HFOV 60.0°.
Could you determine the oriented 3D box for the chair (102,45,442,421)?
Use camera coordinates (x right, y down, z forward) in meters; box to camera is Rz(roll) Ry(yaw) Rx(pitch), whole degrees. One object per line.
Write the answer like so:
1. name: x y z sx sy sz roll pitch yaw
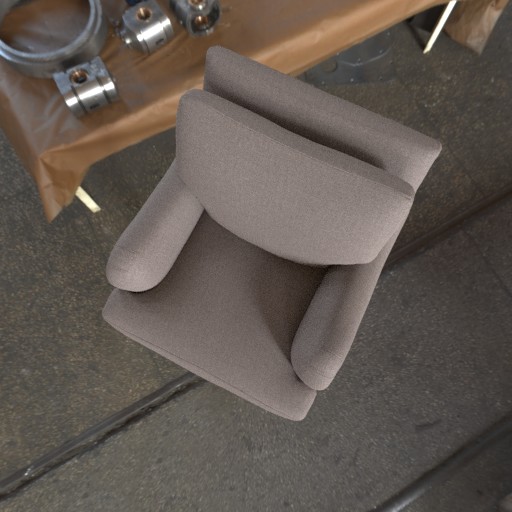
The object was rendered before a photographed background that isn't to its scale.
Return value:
1. chair: 0.000 0.000 1.852 0.955 1.038 1.070 26 77 6
